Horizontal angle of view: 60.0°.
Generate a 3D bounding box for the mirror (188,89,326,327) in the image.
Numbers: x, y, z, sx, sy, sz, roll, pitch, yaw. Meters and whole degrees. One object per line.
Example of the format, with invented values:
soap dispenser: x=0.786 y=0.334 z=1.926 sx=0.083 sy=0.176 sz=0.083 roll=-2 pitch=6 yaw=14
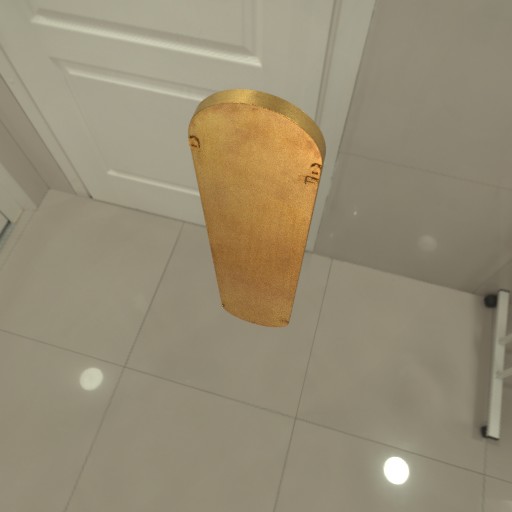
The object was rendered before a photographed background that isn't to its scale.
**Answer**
mirror: x=0.000 y=0.000 z=1.065 sx=0.222 sy=0.991 sz=0.032 roll=14 pitch=64 yaw=7
